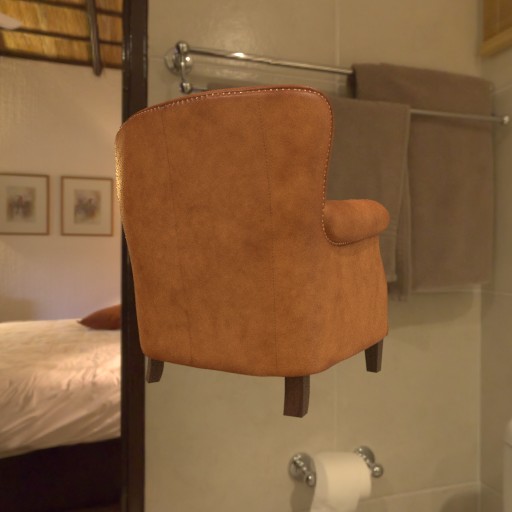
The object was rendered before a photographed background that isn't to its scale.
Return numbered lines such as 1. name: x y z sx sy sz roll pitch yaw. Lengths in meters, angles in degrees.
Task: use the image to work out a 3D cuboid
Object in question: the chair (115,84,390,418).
1. chair: 0.000 0.000 1.646 0.861 0.936 0.921 0 0 36
